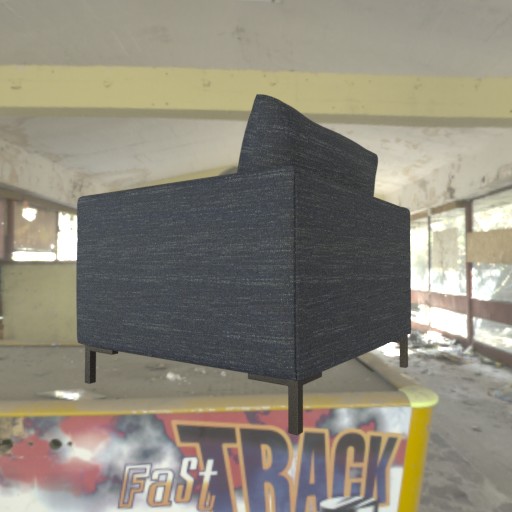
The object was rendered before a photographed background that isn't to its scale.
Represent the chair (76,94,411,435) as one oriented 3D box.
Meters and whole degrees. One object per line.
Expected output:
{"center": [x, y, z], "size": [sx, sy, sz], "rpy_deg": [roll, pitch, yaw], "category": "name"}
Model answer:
{"center": [0.000, 0.000, 1.628], "size": [0.866, 0.861, 0.963], "rpy_deg": [-1, -2, 35], "category": "chair"}
